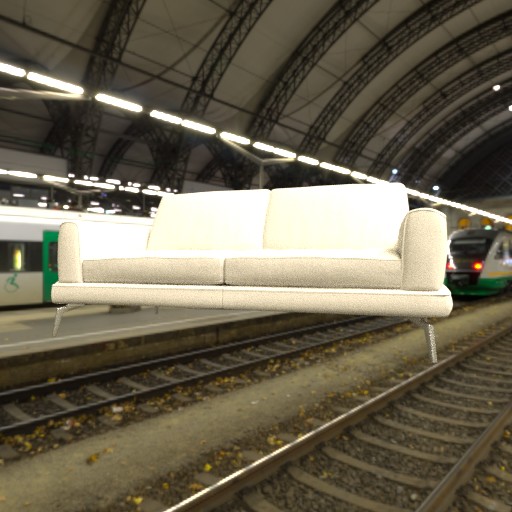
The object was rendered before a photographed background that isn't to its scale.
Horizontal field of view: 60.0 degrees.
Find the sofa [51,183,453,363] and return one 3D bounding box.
[{"bbox_3d":[0.000,0.000,2.725,2.177,0.930,1.121,0,-1,19],"label":"sofa"}]
